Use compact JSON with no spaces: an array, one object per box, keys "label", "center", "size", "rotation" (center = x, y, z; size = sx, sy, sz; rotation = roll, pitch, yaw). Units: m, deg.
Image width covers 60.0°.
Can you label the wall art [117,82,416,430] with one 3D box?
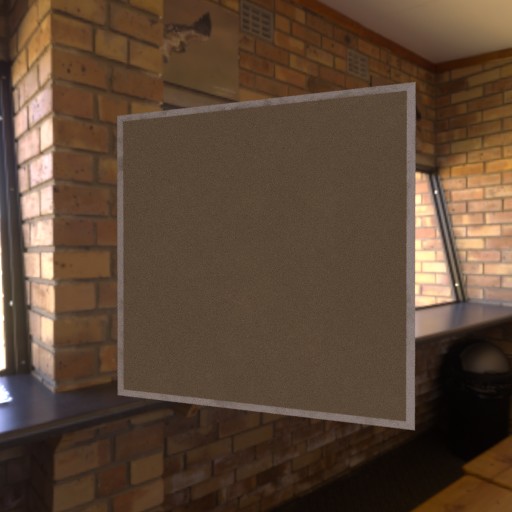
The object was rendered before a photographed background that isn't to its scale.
[{"label":"wall art","center":[0.000,0.000,0.452],"size":[0.305,0.303,0.038],"rotation":[0,0,18]}]
